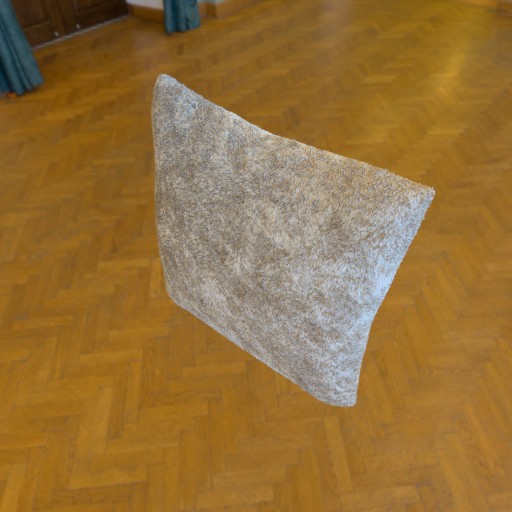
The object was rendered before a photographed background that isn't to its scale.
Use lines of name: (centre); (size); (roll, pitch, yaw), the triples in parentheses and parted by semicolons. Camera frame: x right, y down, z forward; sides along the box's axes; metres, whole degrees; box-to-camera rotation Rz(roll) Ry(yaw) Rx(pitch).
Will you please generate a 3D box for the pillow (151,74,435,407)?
pillow: (0.000, 0.000, 0.826); (0.529, 0.515, 0.218); (30, 53, 25)
